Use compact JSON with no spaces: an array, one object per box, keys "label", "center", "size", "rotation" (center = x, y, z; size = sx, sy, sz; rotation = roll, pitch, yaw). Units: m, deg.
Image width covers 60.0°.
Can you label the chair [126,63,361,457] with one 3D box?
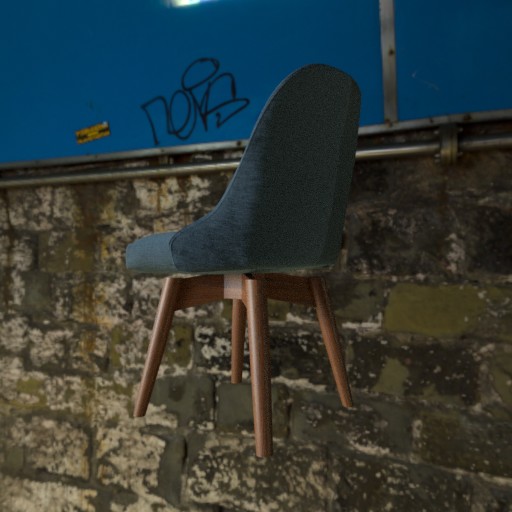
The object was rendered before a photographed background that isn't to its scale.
[{"label":"chair","center":[0.000,0.000,1.260],"size":[0.589,0.882,0.503],"rotation":[-1,-1,37]}]
